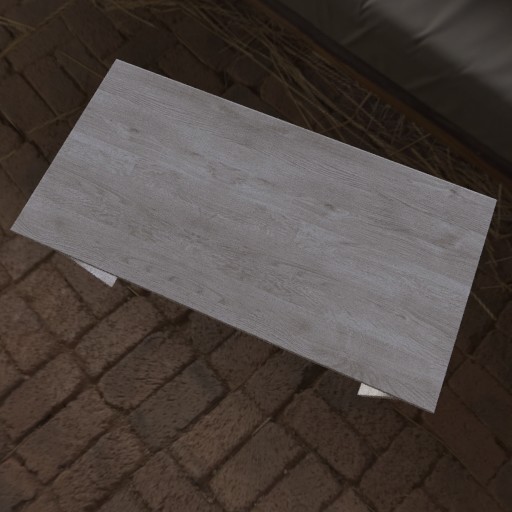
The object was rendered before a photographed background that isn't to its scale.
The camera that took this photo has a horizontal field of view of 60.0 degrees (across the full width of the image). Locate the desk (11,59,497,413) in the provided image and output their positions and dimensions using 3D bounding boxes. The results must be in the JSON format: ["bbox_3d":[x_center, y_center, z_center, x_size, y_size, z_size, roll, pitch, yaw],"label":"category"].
[{"bbox_3d":[0.000,0.000,1.471,1.100,0.730,0.560,22,75,6],"label":"desk"}]
